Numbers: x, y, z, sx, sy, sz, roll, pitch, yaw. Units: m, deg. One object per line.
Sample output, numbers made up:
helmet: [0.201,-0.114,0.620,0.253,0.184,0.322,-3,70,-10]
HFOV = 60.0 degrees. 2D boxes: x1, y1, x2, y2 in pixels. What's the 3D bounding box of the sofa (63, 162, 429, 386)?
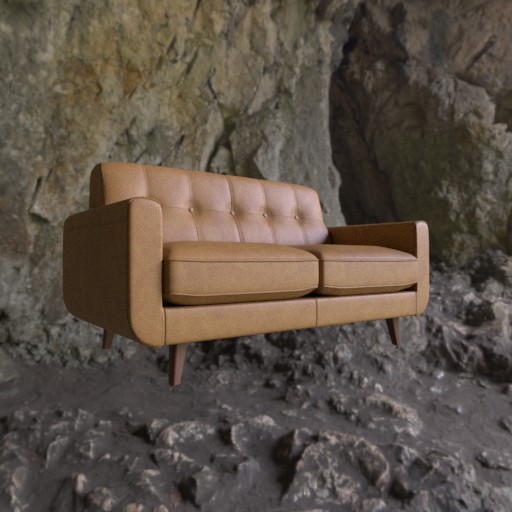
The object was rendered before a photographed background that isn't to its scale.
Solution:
sofa: [0.000,0.000,2.254,1.651,0.925,0.952,0,-1,-36]
